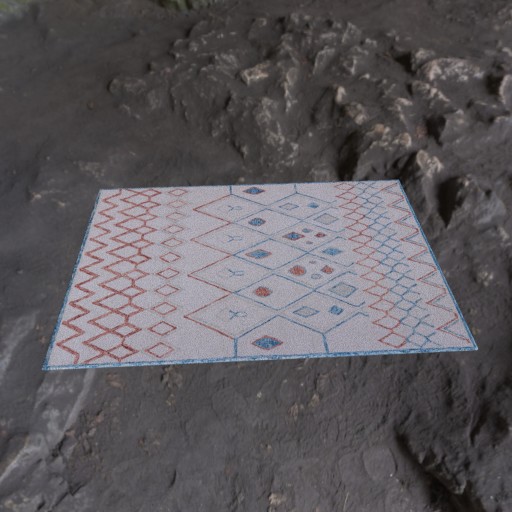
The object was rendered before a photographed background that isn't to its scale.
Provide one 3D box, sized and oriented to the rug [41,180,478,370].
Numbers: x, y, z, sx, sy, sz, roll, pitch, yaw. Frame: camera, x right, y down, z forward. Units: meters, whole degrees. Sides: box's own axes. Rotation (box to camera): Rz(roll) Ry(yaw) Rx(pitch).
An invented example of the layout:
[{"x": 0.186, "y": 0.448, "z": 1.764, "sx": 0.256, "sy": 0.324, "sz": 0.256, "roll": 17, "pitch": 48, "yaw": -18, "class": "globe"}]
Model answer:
[{"x": 0.000, "y": 0.000, "z": 2.279, "sx": 1.829, "sy": 0.016, "sz": 1.219, "roll": -2, "pitch": 45, "yaw": -2, "class": "rug"}]
